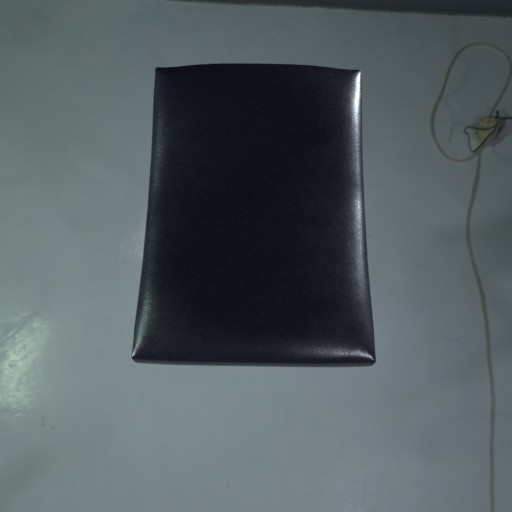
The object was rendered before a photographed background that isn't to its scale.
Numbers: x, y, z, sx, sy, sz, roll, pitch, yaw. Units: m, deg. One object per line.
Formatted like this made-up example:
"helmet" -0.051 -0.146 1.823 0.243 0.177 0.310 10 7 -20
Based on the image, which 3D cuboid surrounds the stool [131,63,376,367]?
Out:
"stool" 0.000 0.000 1.031 0.372 0.742 0.504 1 75 0
